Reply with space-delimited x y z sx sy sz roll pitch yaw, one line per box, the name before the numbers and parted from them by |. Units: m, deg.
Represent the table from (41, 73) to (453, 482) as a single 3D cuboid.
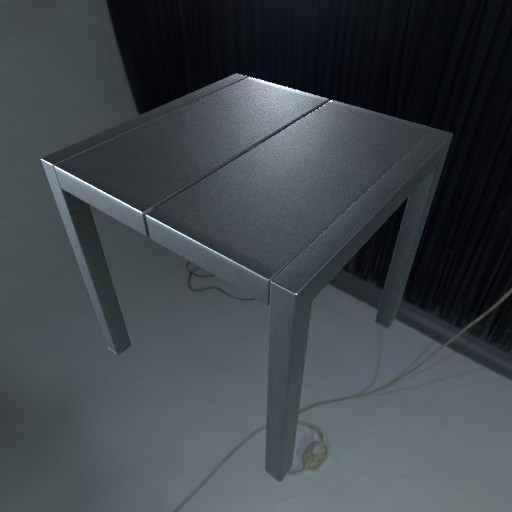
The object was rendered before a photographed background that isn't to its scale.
table | 0.000 0.000 0.929 0.508 0.508 0.508 27 48 27
